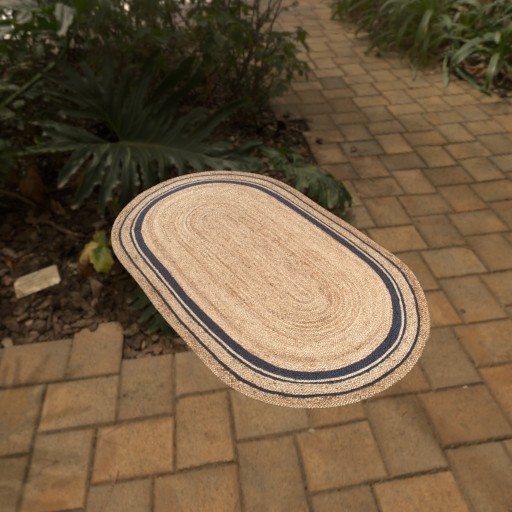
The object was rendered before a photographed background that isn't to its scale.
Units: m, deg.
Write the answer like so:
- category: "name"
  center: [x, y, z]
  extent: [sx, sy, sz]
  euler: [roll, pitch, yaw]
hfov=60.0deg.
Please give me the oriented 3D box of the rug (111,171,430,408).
- category: "rug"
  center: [0.000, 0.000, 2.998]
  extent: [1.520, 0.006, 2.432]
  euler: [-27, 48, -27]
